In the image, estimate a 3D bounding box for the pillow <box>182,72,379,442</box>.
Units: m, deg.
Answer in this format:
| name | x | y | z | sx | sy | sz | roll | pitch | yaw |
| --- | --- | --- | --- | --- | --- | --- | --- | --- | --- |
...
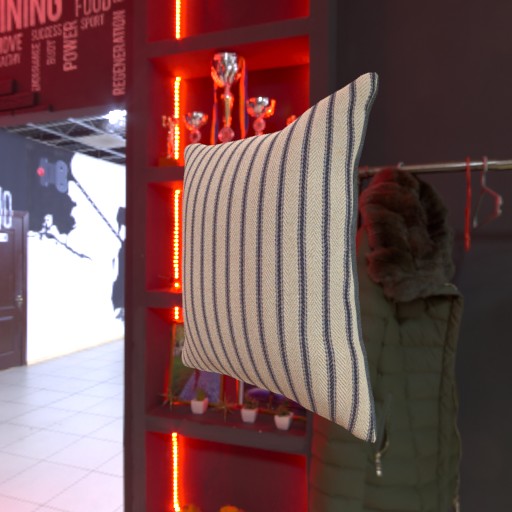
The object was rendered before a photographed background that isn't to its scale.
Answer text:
| name | x | y | z | sx | sy | sz | roll | pitch | yaw |
| --- | --- | --- | --- | --- | --- | --- | --- | --- | --- |
| pillow | 0.000 | 0.000 | 0.711 | 0.138 | 0.444 | 0.468 | 0 | 0 | -38 |
